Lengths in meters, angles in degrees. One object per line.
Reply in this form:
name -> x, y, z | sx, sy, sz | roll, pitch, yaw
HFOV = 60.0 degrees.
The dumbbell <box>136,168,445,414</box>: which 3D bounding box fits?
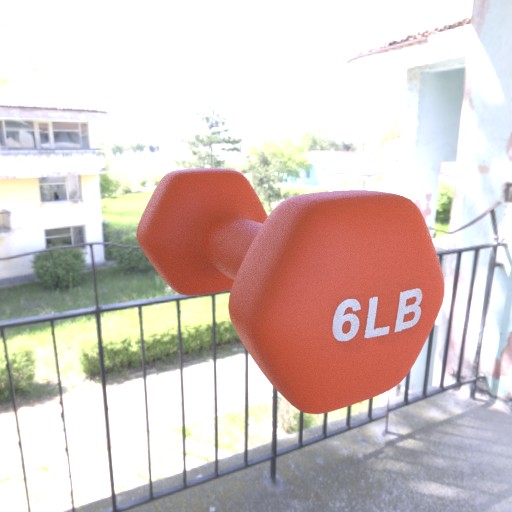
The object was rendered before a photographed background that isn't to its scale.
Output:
dumbbell -> 0.000, 0.000, 0.202 | 0.079, 0.071, 0.162 | -7, 17, -26
